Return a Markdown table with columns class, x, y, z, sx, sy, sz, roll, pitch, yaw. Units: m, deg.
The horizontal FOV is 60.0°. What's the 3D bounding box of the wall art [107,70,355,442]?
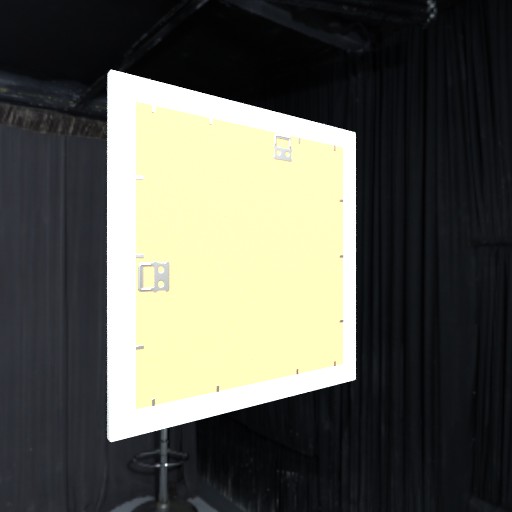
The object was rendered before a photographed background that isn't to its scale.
| class | x | y | z | sx | sy | sz | roll | pitch | yaw |
| --- | --- | --- | --- | --- | --- | --- | --- | --- | --- |
| wall art | 0.000 | 0.000 | 0.876 | 0.584 | 0.584 | 0.013 | 0 | 0 | -37 |
